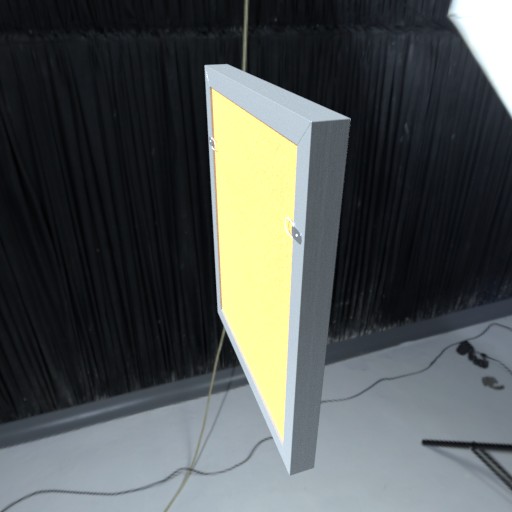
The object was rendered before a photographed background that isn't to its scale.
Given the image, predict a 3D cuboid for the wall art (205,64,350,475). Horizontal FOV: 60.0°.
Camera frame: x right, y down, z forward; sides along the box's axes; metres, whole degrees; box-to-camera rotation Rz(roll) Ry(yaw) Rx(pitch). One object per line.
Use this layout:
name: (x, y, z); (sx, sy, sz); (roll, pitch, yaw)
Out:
wall art: (0.000, 0.000, 0.517); (0.030, 0.379, 0.308); (-10, 31, -16)
